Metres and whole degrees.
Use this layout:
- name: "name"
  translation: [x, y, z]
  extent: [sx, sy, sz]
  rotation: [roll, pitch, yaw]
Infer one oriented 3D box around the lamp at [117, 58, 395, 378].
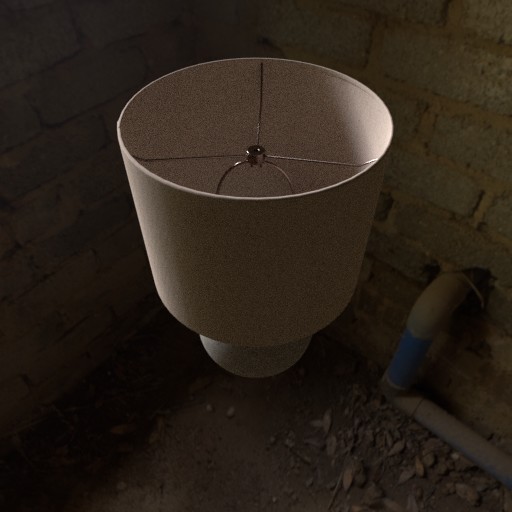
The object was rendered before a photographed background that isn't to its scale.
- name: "lamp"
  translation: [0.000, 0.000, 0.586]
  extent: [0.269, 0.409, 0.269]
  rotation: [2, 46, 2]
